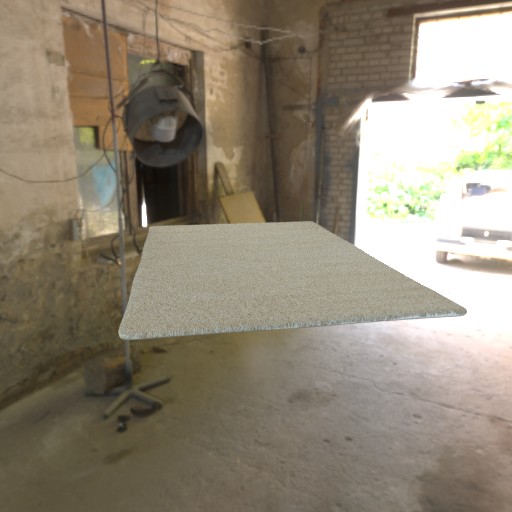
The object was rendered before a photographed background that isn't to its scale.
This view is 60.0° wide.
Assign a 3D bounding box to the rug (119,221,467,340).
[{"bbox_3d":[0.000,0.000,2.945,1.500,0.026,2.349,-3,14,-10],"label":"rug"}]
